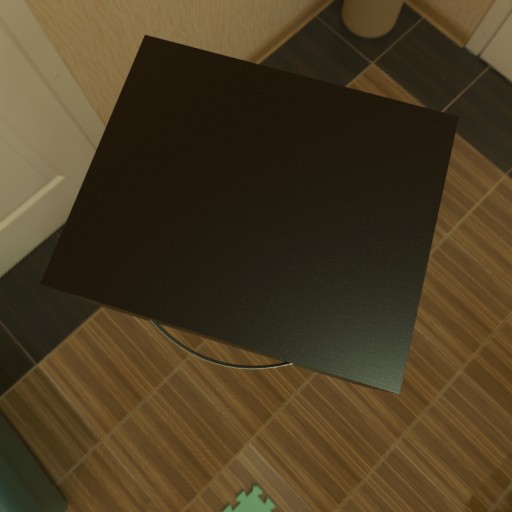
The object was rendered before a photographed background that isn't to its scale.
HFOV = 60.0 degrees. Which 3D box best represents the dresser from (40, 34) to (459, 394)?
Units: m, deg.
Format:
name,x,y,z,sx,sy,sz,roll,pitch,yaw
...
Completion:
name,x,y,z,sx,sy,sz,roll,pitch,yaw
dresser,0.000,0.000,0.732,0.400,0.470,0.360,16,77,4
